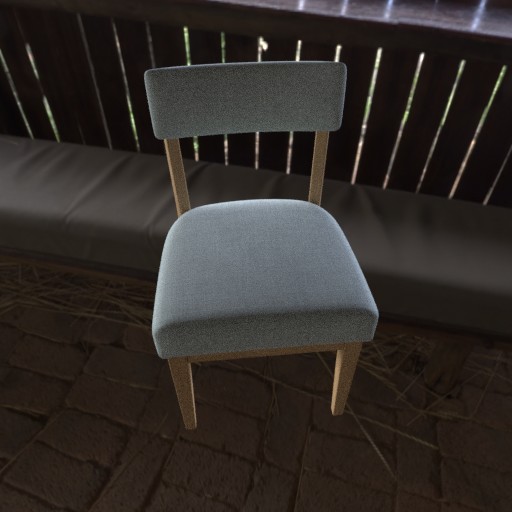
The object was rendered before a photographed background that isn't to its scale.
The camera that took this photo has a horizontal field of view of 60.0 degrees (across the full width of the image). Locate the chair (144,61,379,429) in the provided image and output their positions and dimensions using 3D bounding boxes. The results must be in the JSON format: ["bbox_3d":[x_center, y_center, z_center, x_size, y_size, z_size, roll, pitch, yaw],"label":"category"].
[{"bbox_3d":[0.000,0.000,1.188,0.508,0.832,0.572,-4,45,-4],"label":"chair"}]
